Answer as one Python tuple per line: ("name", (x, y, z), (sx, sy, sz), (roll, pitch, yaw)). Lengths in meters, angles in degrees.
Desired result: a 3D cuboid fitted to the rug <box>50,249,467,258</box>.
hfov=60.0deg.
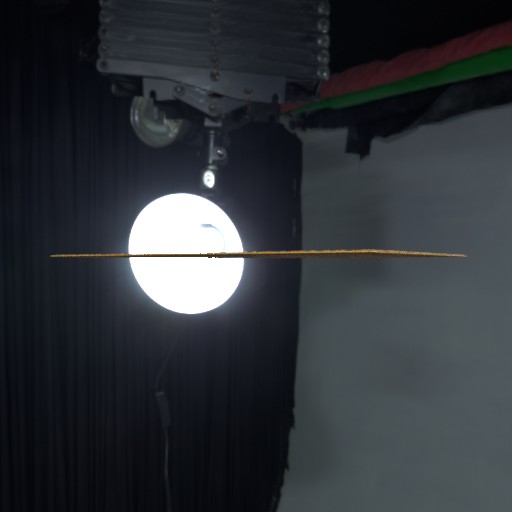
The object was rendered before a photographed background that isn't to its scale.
("rug", (0.000, 0.000, 3.778), (2.916, 0.019, 2.043), (-1, -1, 36))
